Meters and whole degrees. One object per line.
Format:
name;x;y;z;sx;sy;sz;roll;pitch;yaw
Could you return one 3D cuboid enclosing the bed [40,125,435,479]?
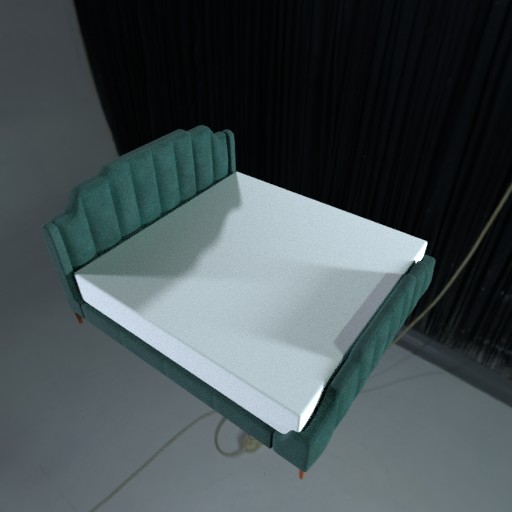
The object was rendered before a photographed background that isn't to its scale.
bed;0.000;0.000;3.522;2.340;1.245;2.074;25;45;27
